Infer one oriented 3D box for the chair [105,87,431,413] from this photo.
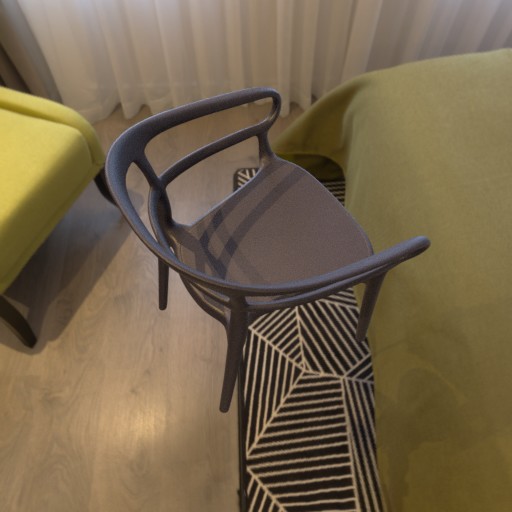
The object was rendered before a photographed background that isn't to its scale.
[{"bbox_3d":[0.000,0.000,1.125,0.527,0.761,0.559,-29,63,-16],"label":"chair"}]
